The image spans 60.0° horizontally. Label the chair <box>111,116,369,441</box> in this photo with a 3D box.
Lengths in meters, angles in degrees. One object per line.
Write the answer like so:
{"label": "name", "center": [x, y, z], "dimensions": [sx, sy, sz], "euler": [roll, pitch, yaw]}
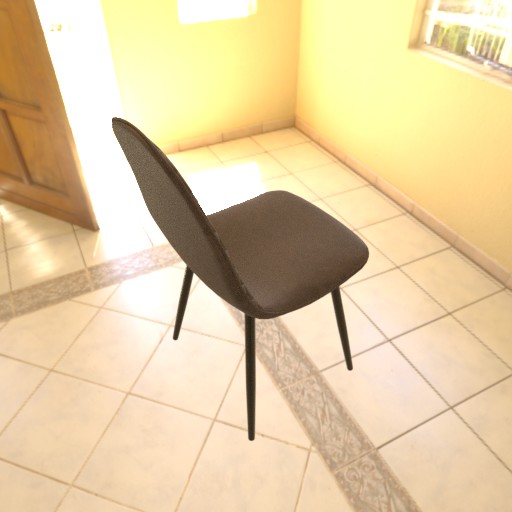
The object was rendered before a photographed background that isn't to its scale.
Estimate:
{"label": "chair", "center": [0.000, 0.000, 1.211], "dimensions": [0.561, 0.889, 0.472], "euler": [-26, 47, -27]}
